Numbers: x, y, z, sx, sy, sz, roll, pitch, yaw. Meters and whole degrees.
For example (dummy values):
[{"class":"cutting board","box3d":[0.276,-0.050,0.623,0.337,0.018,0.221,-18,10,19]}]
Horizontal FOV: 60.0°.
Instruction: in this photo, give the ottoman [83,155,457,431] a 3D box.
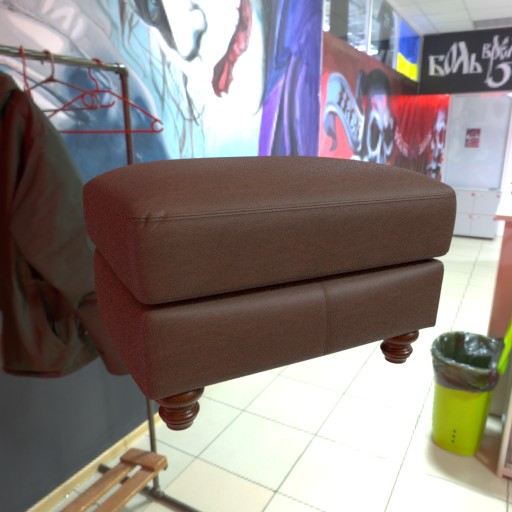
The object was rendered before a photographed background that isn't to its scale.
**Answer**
[{"class":"ottoman","box3d":[0.000,0.000,1.162,0.787,0.508,0.635,-8,17,-26]}]
